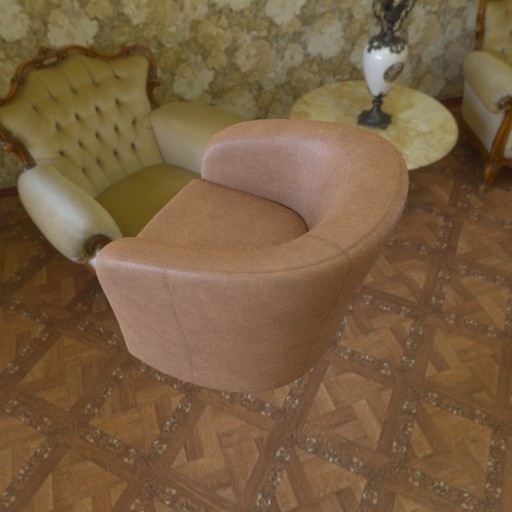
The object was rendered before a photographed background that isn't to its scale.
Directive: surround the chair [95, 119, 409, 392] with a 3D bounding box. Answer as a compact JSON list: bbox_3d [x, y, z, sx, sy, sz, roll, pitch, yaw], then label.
[{"bbox_3d":[0.000,0.000,1.476,0.815,0.771,0.791,18,48,17],"label":"chair"}]
